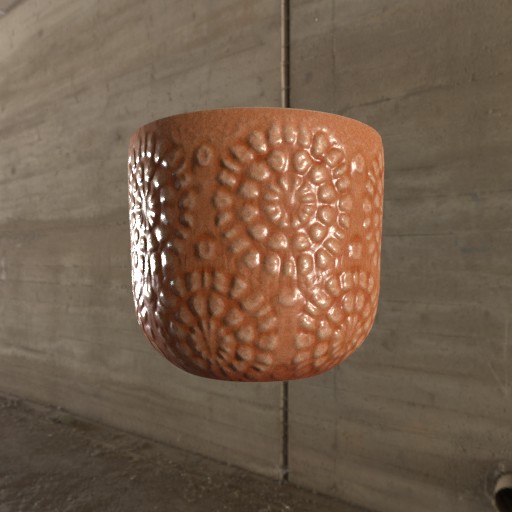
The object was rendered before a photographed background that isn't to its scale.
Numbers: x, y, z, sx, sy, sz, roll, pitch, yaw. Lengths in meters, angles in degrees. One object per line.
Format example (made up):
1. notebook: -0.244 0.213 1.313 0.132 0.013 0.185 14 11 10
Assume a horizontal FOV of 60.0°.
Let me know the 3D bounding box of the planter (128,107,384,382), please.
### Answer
1. planter: 0.000 0.000 0.223 0.124 0.109 0.124 0 0 0
